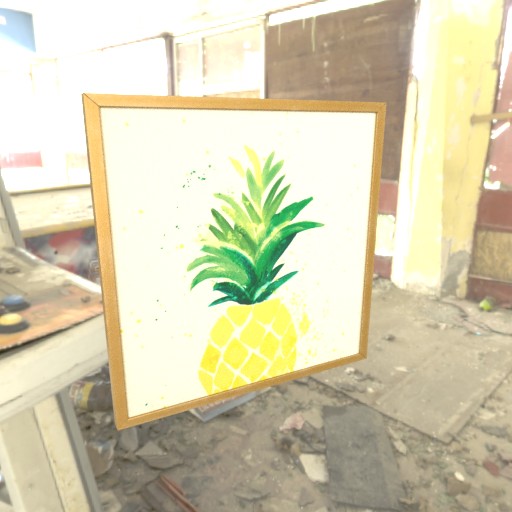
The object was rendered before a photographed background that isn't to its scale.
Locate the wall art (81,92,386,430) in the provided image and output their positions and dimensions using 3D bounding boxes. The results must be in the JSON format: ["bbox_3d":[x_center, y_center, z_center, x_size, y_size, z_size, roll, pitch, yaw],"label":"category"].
[{"bbox_3d":[0.000,0.000,1.136,0.762,0.760,0.037,-8,18,-26],"label":"wall art"}]
